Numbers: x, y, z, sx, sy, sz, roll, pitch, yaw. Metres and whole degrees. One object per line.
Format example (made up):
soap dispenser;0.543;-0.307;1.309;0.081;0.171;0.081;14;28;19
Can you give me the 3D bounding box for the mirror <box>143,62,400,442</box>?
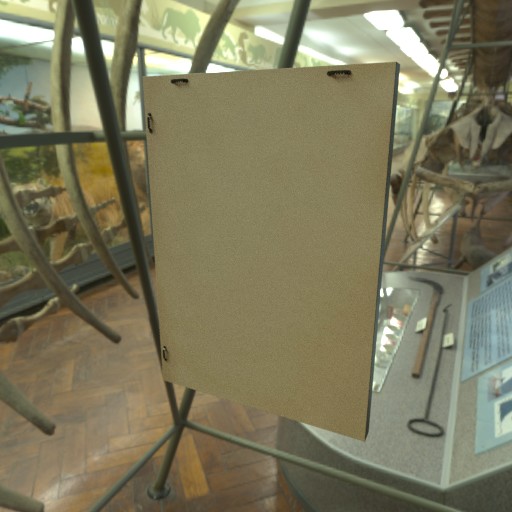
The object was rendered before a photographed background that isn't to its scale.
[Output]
mirror;0.000;0.000;0.916;0.507;0.710;0.039;8;18;25
